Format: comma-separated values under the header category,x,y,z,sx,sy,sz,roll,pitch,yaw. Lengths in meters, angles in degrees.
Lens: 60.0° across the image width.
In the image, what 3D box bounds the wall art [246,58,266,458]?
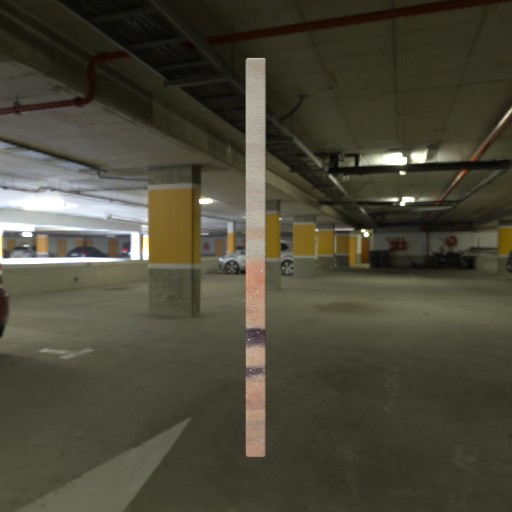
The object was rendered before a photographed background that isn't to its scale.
category,x,y,z,sx,sy,sz,roll,pitch,yaw
wall art,0.000,0.000,1.350,0.038,0.763,1.015,0,1,0
